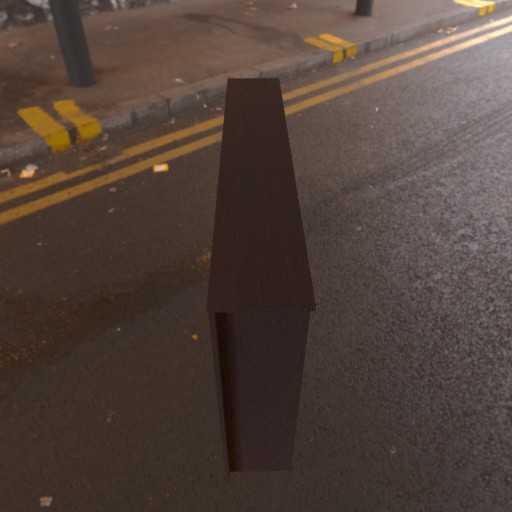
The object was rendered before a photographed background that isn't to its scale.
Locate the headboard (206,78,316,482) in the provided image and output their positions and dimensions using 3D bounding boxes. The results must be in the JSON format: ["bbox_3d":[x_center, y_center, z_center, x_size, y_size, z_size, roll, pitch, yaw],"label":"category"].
[{"bbox_3d":[0.000,0.000,2.110,0.279,1.092,1.671,-1,41,-1],"label":"headboard"}]
